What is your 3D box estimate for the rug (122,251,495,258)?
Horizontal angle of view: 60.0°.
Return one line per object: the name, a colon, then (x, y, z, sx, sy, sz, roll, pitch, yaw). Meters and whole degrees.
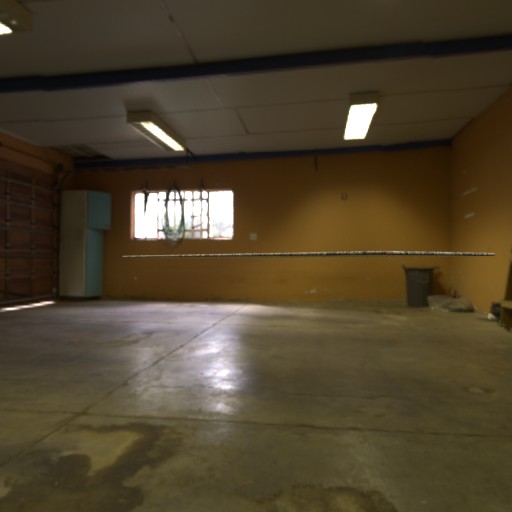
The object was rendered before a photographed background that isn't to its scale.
rug: (0.000, 0.000, 2.490, 0.719, 0.013, 2.305, 0, -1, -37)
